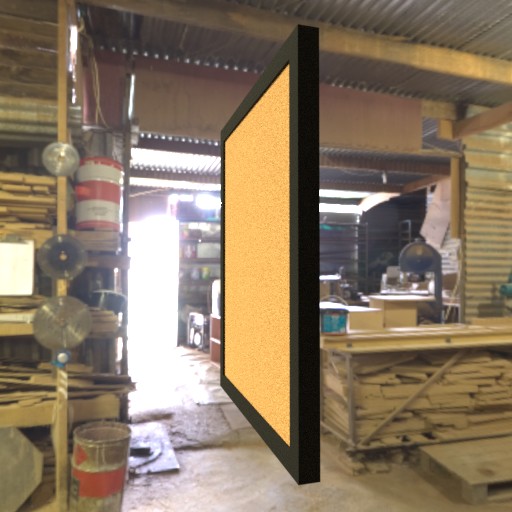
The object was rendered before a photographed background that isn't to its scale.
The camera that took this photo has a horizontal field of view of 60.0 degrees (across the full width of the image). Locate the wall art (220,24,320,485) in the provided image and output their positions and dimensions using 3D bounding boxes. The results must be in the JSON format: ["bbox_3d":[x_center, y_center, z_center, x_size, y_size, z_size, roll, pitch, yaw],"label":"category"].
[{"bbox_3d":[0.000,0.000,0.760,0.029,0.559,0.457,0,-1,-16],"label":"wall art"}]
